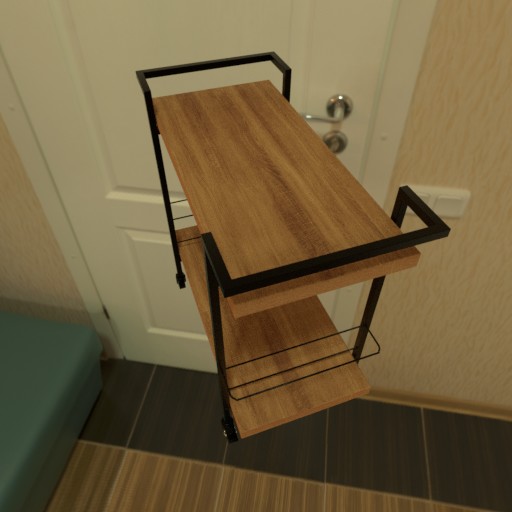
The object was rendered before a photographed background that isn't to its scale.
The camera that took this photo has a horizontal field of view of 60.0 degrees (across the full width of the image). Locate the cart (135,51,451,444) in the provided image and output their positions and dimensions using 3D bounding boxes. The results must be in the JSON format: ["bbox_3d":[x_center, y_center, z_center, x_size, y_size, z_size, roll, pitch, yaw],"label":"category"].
[{"bbox_3d":[0.000,0.000,1.227,0.406,0.762,0.806,-14,47,-14],"label":"cart"}]
